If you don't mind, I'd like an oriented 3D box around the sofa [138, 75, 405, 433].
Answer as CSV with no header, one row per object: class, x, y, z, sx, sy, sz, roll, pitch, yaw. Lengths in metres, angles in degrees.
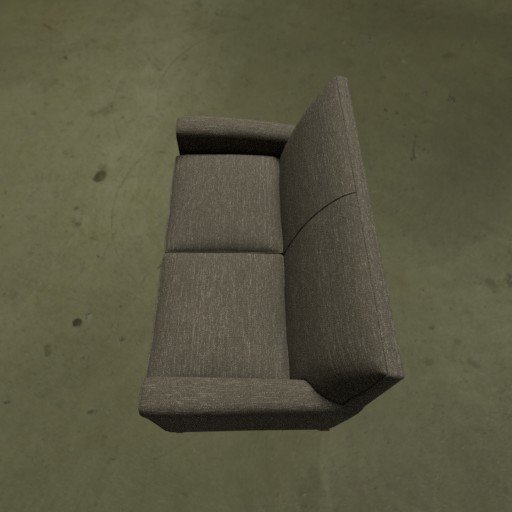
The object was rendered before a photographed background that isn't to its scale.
sofa,0.000,0.000,2.051,0.867,0.905,1.509,0,57,0
